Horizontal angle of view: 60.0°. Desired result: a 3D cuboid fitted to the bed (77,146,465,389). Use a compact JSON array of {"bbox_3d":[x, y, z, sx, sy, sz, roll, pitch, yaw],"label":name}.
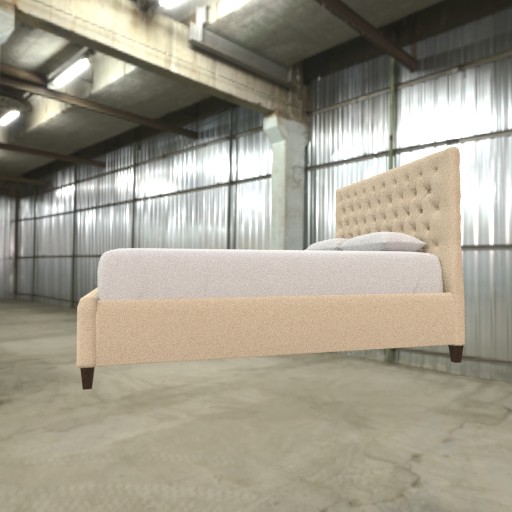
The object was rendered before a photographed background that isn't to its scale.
[{"bbox_3d":[0.000,0.000,3.385,2.387,1.427,1.698,0,-2,-16],"label":"bed"}]
